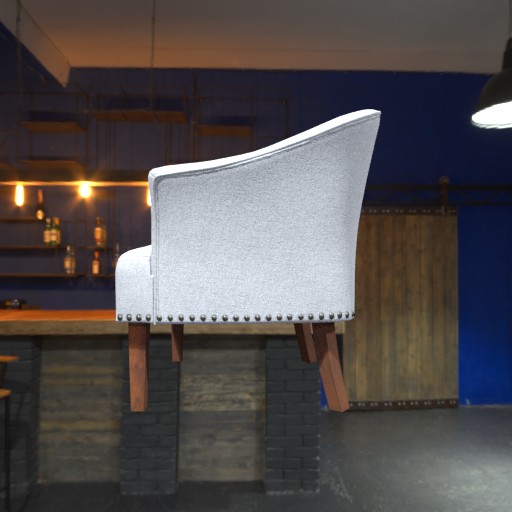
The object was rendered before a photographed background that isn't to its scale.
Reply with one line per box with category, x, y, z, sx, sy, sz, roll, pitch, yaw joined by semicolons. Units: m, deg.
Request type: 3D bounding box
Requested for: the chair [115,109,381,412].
chair;0.000;0.000;1.427;0.704;0.815;0.798;0;-1;0
